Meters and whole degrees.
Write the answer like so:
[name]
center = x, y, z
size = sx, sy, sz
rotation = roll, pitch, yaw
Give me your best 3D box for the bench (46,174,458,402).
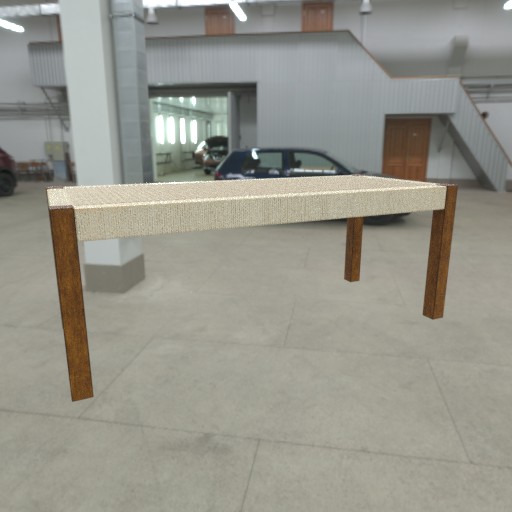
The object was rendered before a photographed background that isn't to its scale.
[bench]
center = 0.000, 0.000, 1.454
size = 1.198, 0.457, 0.507
rotation = -7, 16, -25
